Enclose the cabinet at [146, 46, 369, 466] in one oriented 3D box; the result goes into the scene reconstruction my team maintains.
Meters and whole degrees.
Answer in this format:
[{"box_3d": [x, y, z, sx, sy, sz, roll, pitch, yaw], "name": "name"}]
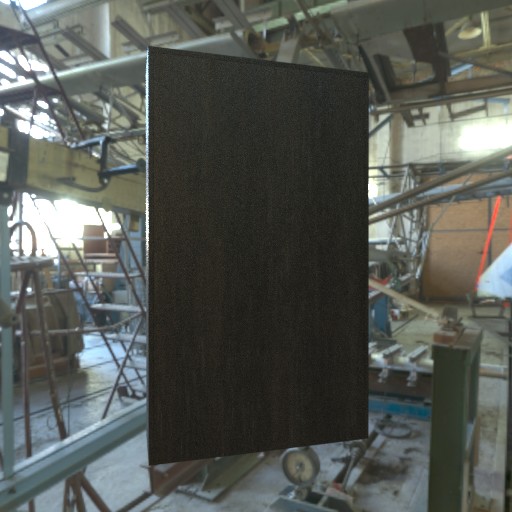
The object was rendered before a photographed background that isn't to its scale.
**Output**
[{"box_3d": [0.000, 0.000, 1.570, 0.750, 1.280, 0.250, 0, 0, -15], "name": "cabinet"}]
